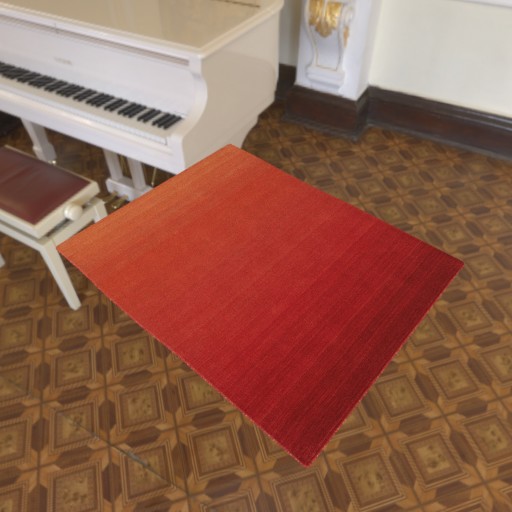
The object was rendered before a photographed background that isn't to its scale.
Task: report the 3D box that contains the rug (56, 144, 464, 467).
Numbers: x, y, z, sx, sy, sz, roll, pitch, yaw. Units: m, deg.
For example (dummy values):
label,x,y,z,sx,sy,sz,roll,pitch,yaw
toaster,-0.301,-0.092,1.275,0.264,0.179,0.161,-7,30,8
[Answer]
label,x,y,z,sx,sy,sz,roll,pitch,yaw
rug,0.000,0.000,4.002,2.905,0.028,2.340,33,55,27
